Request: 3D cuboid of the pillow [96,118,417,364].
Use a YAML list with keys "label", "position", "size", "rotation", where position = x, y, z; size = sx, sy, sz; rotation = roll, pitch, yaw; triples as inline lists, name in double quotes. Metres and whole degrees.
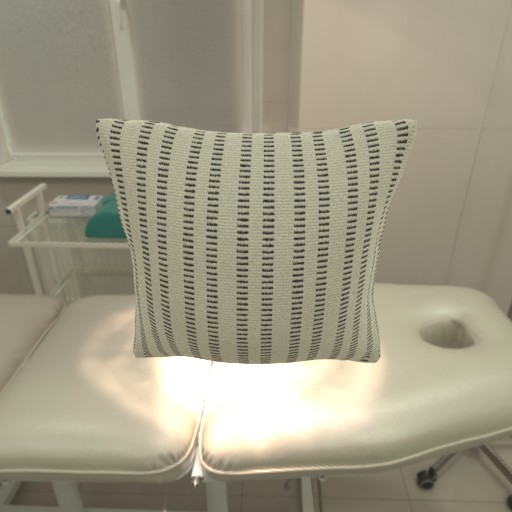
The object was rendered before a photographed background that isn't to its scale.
- label: "pillow"
  position: [0.000, 0.000, 0.692]
  size: [0.438, 0.419, 0.247]
  rotation: [1, 28, 1]
